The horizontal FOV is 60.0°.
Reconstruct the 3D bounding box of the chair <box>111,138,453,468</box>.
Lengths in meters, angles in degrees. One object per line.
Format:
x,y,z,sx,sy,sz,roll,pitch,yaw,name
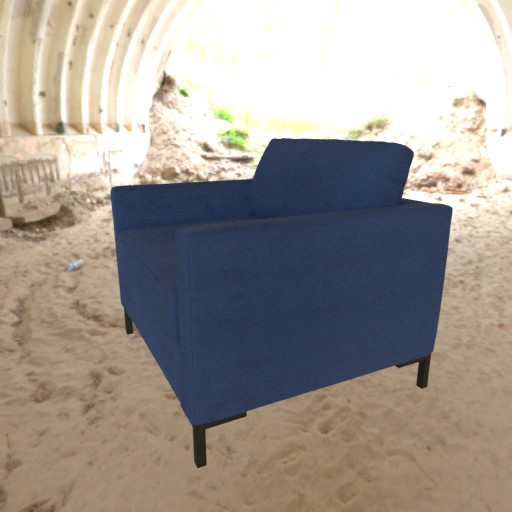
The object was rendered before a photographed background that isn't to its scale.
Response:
0.000,0.000,1.596,0.875,0.812,0.964,-8,18,-26,chair
